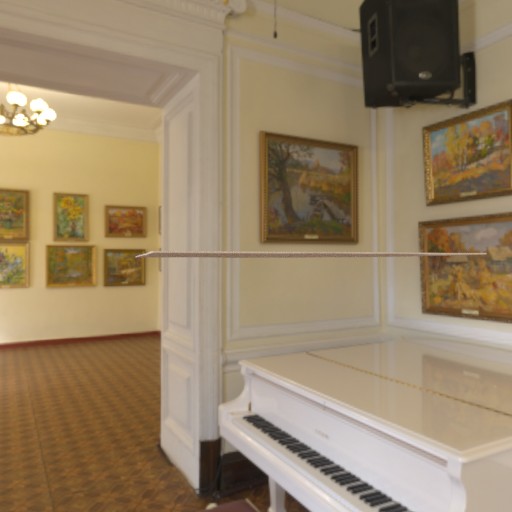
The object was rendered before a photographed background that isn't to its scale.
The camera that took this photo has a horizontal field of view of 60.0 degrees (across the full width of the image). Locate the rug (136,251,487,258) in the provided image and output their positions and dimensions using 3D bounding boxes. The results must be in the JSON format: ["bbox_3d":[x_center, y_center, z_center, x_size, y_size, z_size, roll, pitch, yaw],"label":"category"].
[{"bbox_3d":[0.000,0.000,3.021,1.527,0.016,2.442,0,-1,-17],"label":"rug"}]
